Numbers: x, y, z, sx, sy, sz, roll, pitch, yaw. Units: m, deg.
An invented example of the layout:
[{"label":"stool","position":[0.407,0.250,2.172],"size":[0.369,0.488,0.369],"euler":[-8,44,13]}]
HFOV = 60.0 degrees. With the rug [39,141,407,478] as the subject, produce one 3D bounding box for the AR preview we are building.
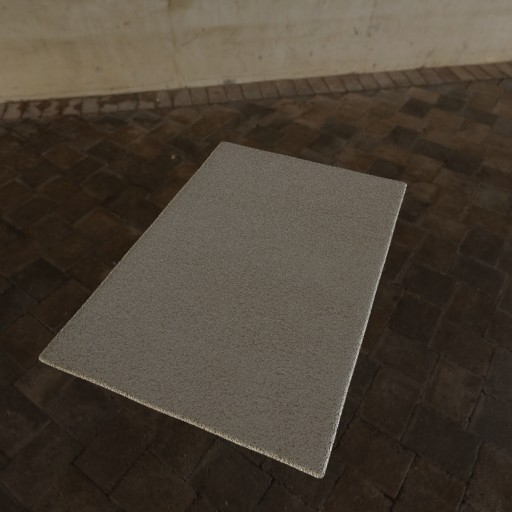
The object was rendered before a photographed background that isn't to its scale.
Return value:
[{"label":"rug","position":[0.000,0.000,2.236],"size":[1.219,0.030,1.778],"euler":[16,48,15]}]
